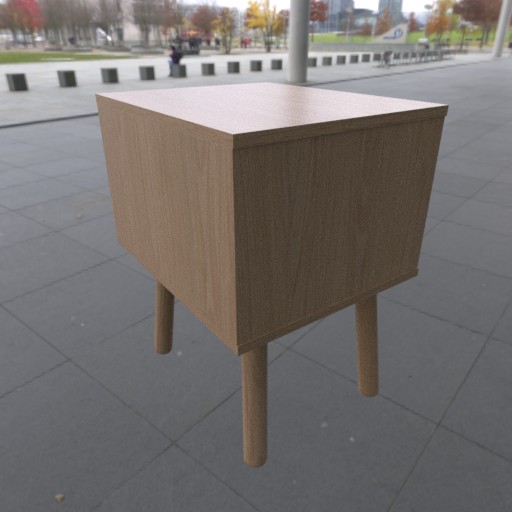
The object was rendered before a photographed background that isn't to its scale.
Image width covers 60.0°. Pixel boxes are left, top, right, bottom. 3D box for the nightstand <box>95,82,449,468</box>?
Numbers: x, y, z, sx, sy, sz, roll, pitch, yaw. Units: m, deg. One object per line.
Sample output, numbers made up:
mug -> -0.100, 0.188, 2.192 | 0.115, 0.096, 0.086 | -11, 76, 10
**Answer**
nightstand -> 0.000, 0.000, 0.848 | 0.380, 0.571, 0.450 | -18, 31, -31
